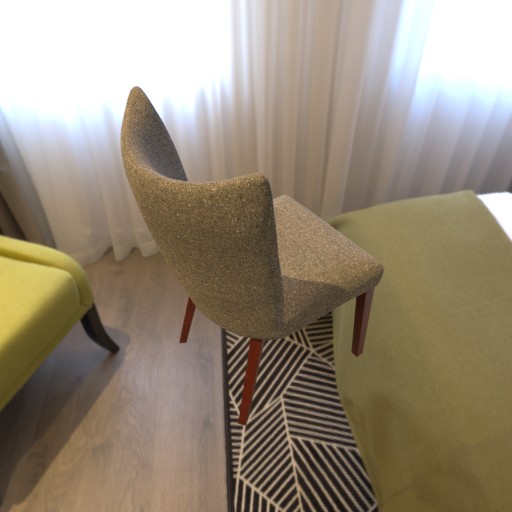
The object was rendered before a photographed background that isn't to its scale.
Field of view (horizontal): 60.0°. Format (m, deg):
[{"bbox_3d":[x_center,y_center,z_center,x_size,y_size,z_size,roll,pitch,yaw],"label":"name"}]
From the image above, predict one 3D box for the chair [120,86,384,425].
[{"bbox_3d":[0.000,0.000,1.304,0.623,0.924,0.535,-26,48,-26],"label":"chair"}]
